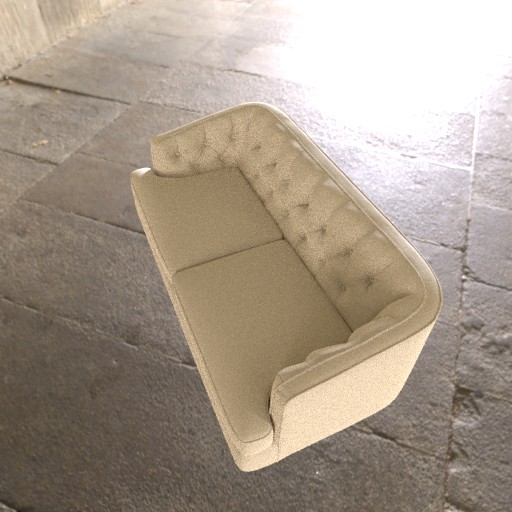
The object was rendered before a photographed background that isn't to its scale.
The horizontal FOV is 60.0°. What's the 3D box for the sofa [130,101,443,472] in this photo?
[{"bbox_3d":[0.000,0.000,2.234,0.941,0.855,1.733,-18,49,-16],"label":"sofa"}]
